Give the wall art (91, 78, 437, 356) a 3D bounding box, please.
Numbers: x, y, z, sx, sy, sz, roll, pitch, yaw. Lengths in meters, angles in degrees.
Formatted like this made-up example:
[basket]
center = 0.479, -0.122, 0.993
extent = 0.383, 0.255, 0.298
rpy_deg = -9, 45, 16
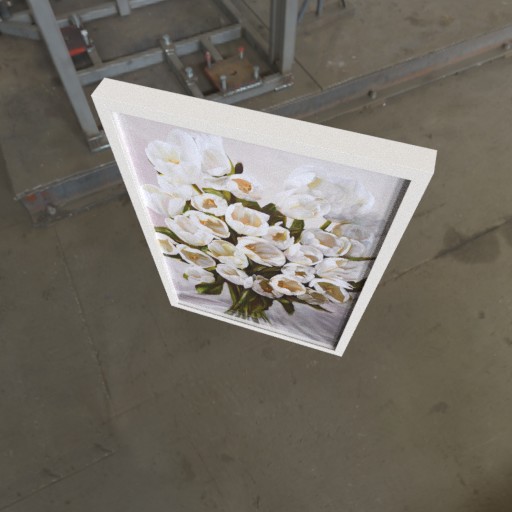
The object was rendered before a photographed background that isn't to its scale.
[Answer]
[wall art]
center = 0.000, 0.000, 0.550
extent = 0.293, 0.428, 0.025
rpy_deg = 15, 60, 9
